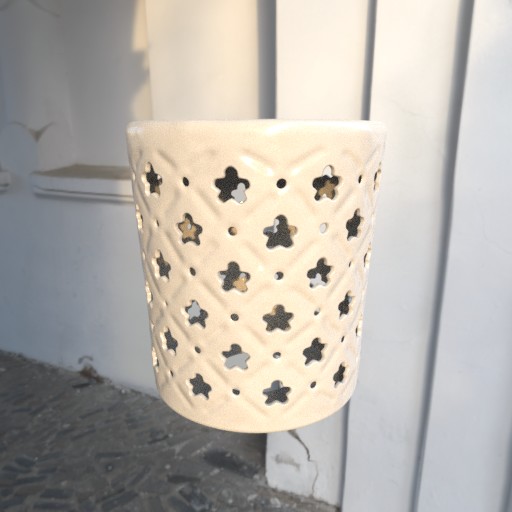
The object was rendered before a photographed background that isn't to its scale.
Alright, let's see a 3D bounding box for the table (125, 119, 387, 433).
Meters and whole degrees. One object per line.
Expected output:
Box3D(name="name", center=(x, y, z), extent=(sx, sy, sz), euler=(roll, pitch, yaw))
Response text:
Box3D(name="table", center=(0.000, 0.000, 0.663), extent=(0.352, 0.387, 0.352), euler=(0, 15, 0))
